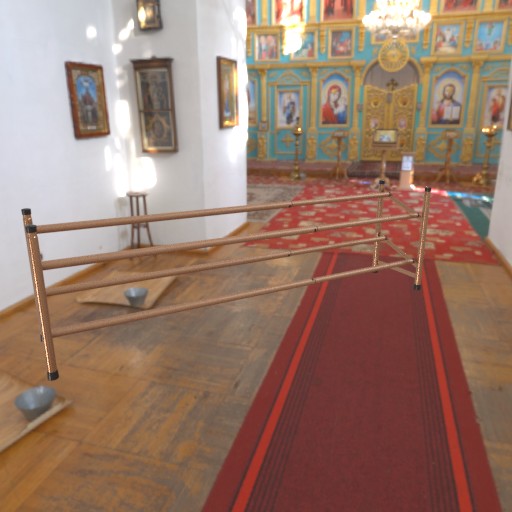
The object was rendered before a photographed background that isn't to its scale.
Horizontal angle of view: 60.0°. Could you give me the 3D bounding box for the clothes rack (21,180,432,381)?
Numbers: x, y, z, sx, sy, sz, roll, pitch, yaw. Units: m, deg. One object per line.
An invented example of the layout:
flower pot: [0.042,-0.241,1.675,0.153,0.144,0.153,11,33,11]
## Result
clothes rack: [0.000,0.000,1.289,1.168,0.349,0.229,-9,19,-27]
